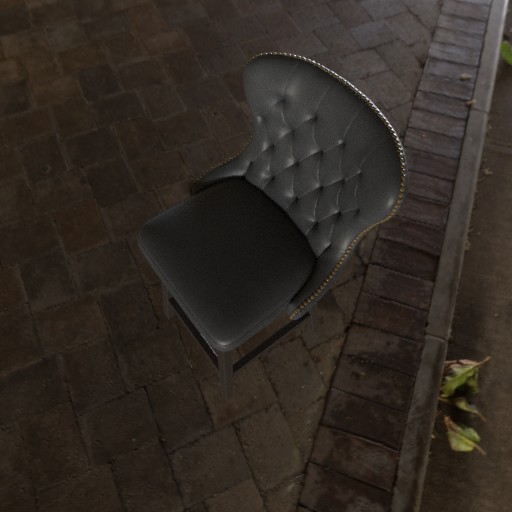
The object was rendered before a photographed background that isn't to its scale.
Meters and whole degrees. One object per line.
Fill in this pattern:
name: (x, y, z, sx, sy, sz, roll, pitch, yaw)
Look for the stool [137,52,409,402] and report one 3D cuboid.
stool: (0.000, 0.000, 1.340, 0.593, 0.971, 0.528, -34, 68, -16)
